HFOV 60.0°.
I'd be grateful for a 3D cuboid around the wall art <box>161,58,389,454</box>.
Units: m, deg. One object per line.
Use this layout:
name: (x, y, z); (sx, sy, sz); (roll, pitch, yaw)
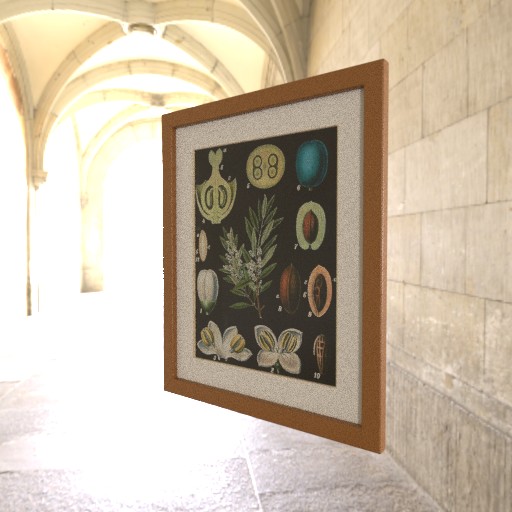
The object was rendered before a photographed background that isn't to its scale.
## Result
wall art: (0.000, 0.000, 0.755); (0.449, 0.550, 0.021); (1, 2, 36)
